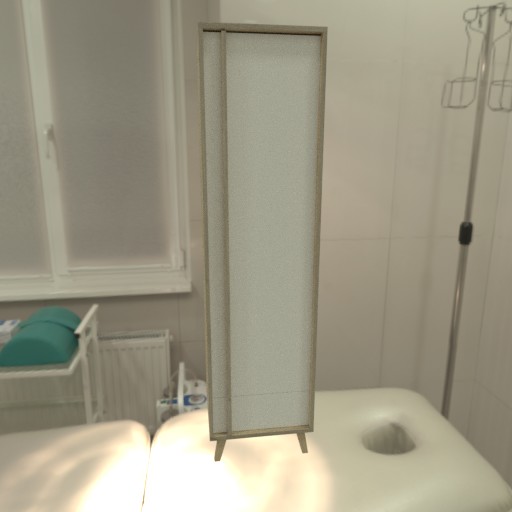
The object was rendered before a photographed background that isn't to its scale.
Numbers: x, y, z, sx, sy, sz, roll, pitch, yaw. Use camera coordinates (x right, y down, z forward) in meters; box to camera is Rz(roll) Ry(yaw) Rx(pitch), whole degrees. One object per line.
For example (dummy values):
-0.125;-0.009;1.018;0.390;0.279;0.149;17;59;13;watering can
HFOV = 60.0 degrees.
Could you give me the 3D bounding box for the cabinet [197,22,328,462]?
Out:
0.000;0.000;2.170;0.510;1.960;0.450;-2;14;-8;cabinet
